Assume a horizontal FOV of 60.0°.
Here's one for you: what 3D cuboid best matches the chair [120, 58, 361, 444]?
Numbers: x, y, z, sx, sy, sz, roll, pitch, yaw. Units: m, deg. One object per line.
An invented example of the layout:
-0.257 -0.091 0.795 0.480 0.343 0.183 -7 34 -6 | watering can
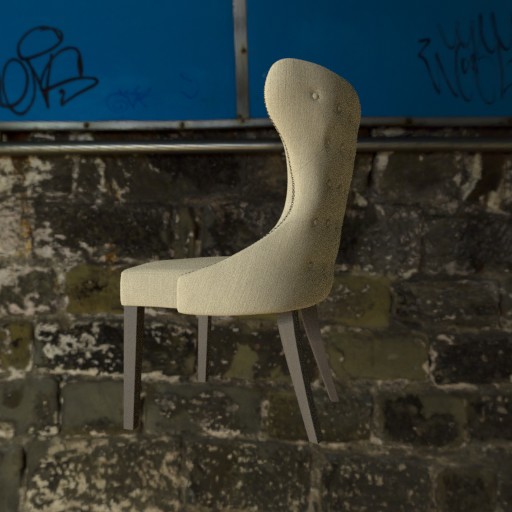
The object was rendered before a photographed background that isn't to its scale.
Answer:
0.000 0.000 1.390 0.635 0.967 0.628 0 0 18 | chair
